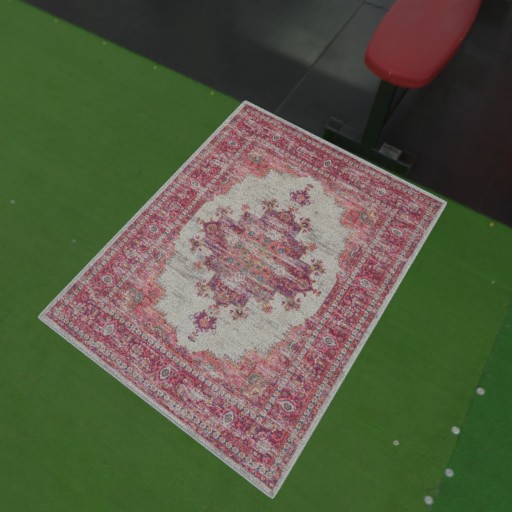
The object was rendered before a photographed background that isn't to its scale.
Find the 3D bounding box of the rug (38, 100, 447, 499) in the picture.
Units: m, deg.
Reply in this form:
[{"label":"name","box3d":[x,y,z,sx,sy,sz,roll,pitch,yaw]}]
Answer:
[{"label":"rug","box3d":[0.000,0.000,4.100,2.447,0.017,3.123,31,67,15]}]
